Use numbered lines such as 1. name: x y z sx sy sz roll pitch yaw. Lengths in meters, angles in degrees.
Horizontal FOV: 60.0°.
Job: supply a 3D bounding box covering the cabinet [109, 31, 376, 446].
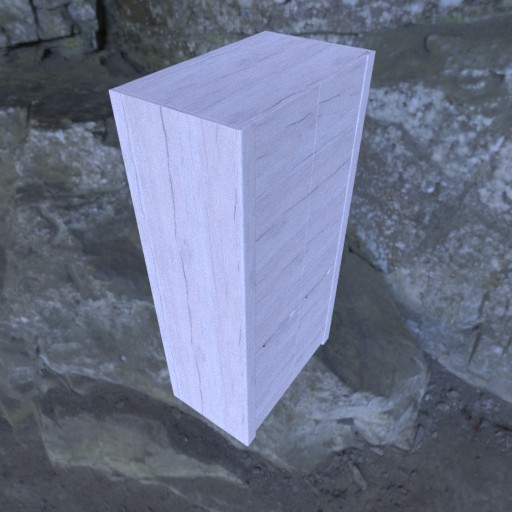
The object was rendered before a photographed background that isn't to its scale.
1. cabinet: 0.000 0.000 2.362 0.580 1.930 0.980 25 46 26
